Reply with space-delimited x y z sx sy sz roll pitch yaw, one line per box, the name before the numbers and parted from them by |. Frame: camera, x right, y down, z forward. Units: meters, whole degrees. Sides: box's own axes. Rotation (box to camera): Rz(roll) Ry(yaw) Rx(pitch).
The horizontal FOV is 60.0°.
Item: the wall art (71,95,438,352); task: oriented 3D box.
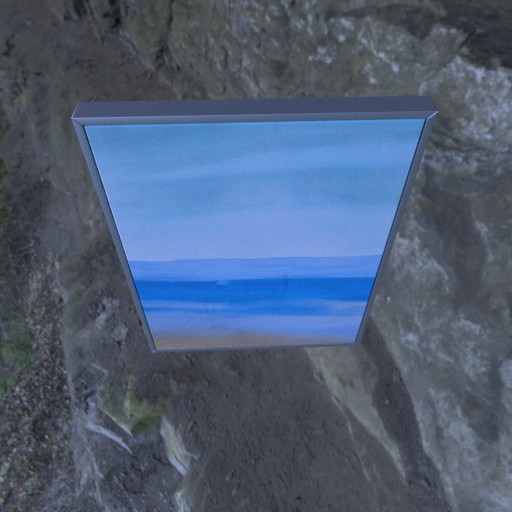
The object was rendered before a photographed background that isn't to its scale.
wall art | 0.000 0.000 0.755 0.445 0.553 0.039 -2 48 -1
